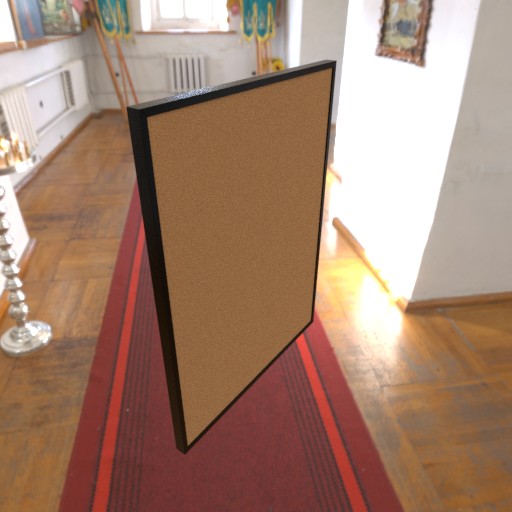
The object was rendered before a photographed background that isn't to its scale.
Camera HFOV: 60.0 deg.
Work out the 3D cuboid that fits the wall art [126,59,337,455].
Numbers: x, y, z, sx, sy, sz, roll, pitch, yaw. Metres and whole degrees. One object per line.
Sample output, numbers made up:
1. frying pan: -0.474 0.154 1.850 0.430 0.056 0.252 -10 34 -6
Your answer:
1. wall art: 0.000 0.000 1.407 0.040 1.062 0.805 21 37 30
